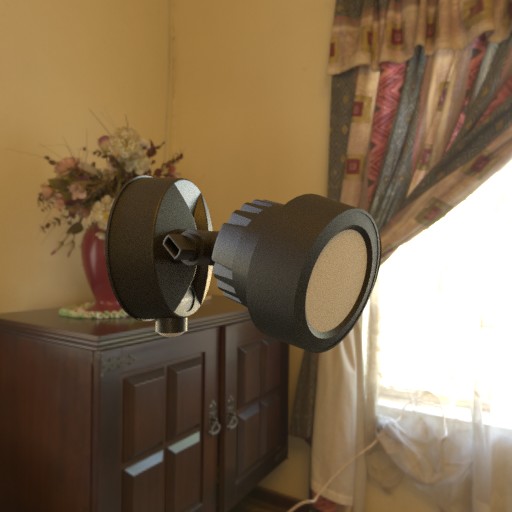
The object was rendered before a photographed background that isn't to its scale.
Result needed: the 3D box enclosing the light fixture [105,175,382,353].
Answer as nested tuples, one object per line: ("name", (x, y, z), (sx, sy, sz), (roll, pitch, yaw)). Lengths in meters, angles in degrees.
("light fixture", (0.000, 0.000, 0.310), (0.168, 0.120, 0.213), (0, 0, 16))
